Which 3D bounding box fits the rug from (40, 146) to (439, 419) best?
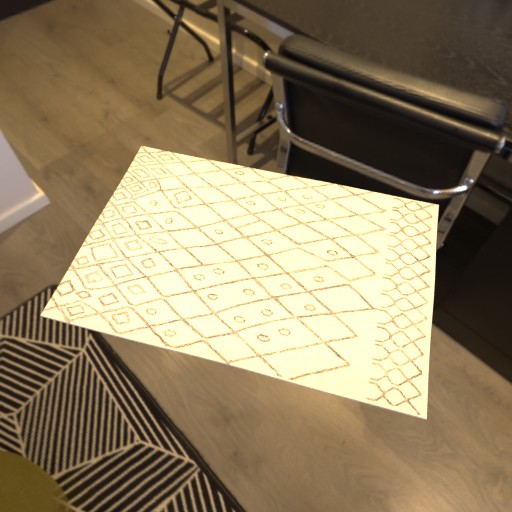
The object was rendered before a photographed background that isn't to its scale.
[{"bbox_3d":[0.000,0.000,2.331,1.828,0.015,1.222,13,57,8],"label":"rug"}]
